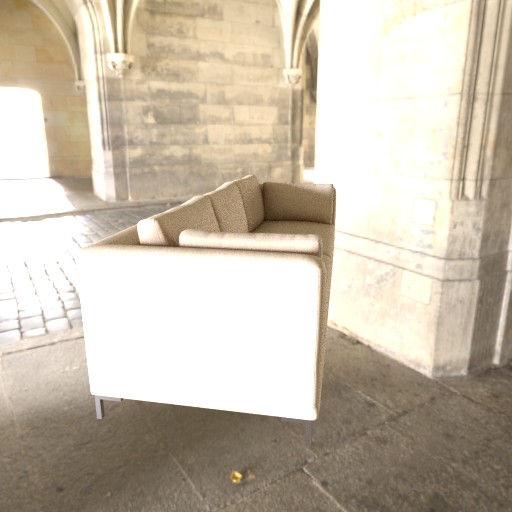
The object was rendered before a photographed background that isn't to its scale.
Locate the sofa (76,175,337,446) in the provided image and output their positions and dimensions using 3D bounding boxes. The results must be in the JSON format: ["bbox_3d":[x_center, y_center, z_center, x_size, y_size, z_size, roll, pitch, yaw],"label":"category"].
[{"bbox_3d":[0.000,0.000,2.848,0.969,0.867,2.415,3,16,10],"label":"sofa"}]
